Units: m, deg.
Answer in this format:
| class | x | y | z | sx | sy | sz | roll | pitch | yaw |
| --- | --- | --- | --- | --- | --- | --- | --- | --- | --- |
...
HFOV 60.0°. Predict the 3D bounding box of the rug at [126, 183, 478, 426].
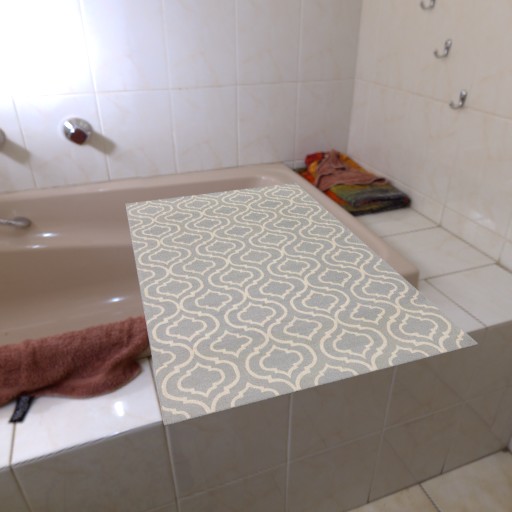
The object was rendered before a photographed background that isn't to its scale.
| class | x | y | z | sx | sy | sz | roll | pitch | yaw |
| --- | --- | --- | --- | --- | --- | --- | --- | --- | --- |
| rug | 0.000 | 0.000 | 2.189 | 1.141 | 0.015 | 1.749 | -9 | 31 | -16 |
